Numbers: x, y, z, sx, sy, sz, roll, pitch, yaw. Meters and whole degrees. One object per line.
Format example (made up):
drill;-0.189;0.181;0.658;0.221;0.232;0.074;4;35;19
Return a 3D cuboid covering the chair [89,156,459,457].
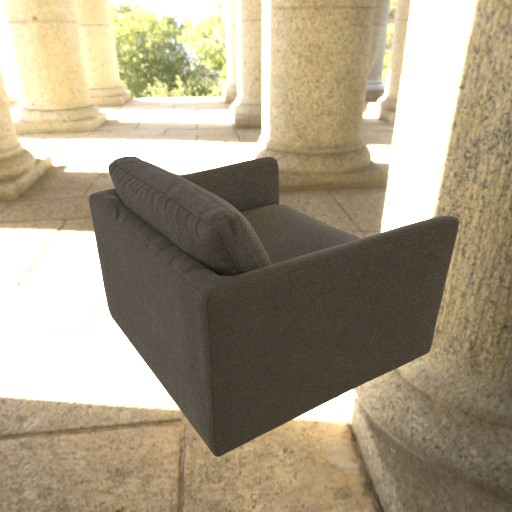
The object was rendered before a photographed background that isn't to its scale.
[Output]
chair;0.000;0.000;1.926;1.091;0.845;1.190;-18;31;-31
